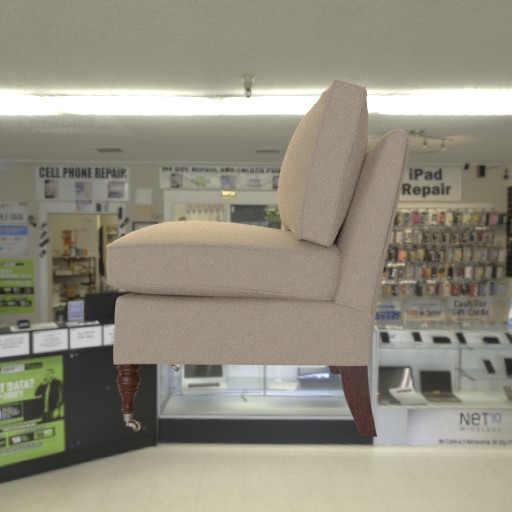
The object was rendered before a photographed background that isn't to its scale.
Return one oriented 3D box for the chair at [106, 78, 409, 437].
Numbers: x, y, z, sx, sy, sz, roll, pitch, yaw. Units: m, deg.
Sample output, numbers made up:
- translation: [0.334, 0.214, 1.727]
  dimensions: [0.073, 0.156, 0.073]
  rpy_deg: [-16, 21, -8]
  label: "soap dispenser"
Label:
- translation: [0.000, 0.000, 1.639]
  dimensions: [0.912, 1.052, 0.724]
  rpy_deg: [0, 2, 2]
  label: "chair"
